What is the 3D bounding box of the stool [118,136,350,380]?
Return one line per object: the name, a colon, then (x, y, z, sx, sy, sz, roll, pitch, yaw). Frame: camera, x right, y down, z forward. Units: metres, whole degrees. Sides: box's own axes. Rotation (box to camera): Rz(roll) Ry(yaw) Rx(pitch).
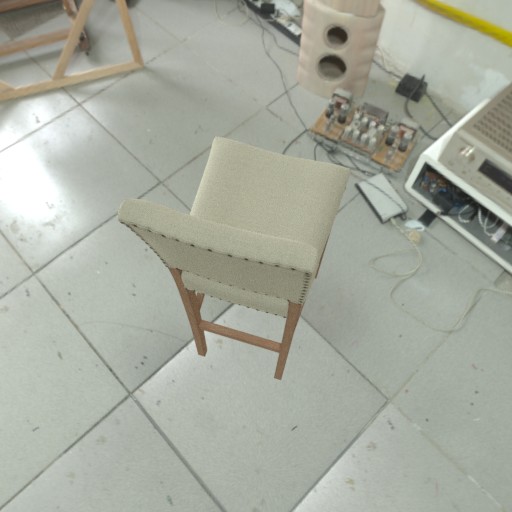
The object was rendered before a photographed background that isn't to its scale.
stool: (0.000, 0.000, 1.392, 0.428, 1.143, 0.546, 15, 65, 7)
